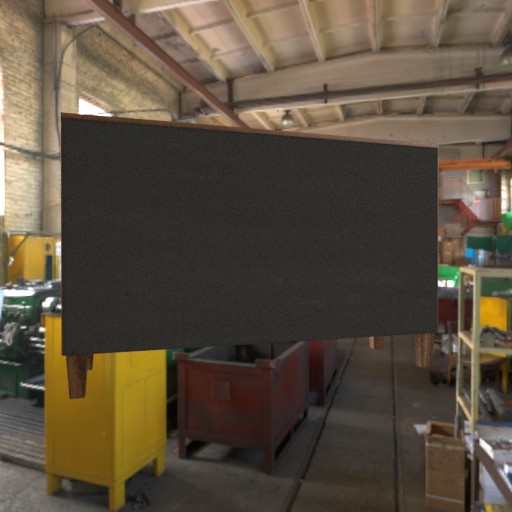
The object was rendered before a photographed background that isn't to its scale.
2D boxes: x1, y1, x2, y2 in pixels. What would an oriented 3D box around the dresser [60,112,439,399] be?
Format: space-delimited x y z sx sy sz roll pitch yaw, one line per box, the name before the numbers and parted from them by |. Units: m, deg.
dresser | 0.000 0.000 1.776 1.387 0.892 0.438 0 0 -17
